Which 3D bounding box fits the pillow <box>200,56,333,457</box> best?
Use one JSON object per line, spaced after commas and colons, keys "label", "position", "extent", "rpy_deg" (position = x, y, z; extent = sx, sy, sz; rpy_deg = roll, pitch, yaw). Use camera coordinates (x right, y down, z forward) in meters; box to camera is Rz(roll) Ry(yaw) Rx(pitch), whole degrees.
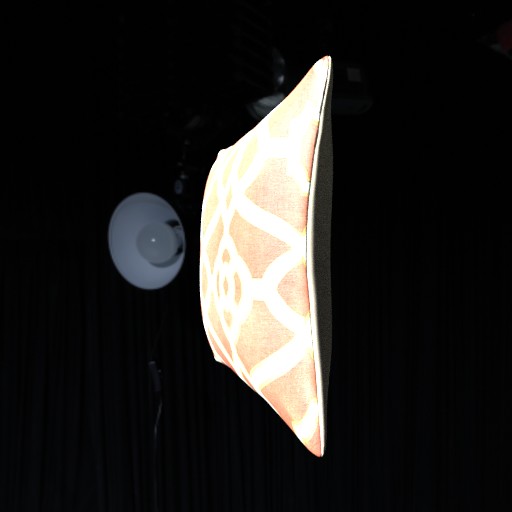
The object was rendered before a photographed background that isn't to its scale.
{"label": "pillow", "position": [0.000, 0.000, 0.818], "extent": [0.166, 0.508, 0.552], "rpy_deg": [0, 0, -18]}
